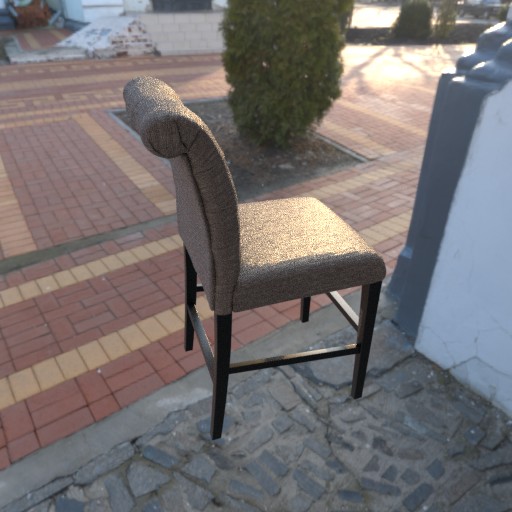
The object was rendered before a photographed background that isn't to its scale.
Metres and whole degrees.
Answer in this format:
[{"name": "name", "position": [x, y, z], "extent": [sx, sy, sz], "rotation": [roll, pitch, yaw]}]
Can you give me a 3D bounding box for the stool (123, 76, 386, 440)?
[{"name": "stool", "position": [0.000, 0.000, 1.313], "extent": [0.611, 0.970, 0.457], "rotation": [-10, 33, -16]}]
